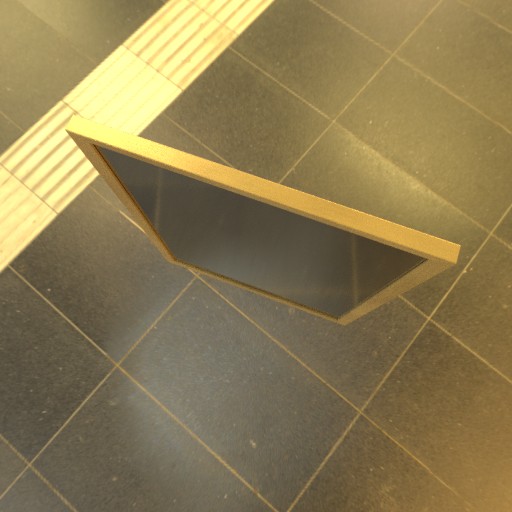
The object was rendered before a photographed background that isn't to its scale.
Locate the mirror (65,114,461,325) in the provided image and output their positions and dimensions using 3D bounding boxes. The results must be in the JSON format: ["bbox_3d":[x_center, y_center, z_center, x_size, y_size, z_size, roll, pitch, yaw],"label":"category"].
[{"bbox_3d":[0.000,0.000,1.306,0.762,1.016,0.040,20,76,5],"label":"mirror"}]
